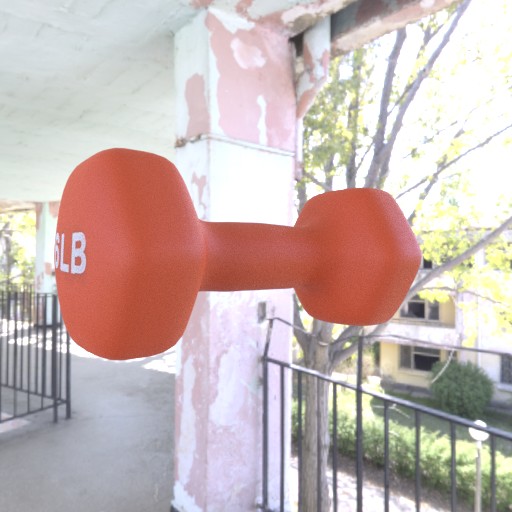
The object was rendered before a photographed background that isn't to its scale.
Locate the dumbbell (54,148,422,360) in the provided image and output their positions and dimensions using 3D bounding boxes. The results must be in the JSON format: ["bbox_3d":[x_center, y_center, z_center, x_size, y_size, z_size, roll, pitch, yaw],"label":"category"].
[{"bbox_3d":[0.000,0.000,0.199,0.162,0.071,0.079,1,-1,-37],"label":"dumbbell"}]
